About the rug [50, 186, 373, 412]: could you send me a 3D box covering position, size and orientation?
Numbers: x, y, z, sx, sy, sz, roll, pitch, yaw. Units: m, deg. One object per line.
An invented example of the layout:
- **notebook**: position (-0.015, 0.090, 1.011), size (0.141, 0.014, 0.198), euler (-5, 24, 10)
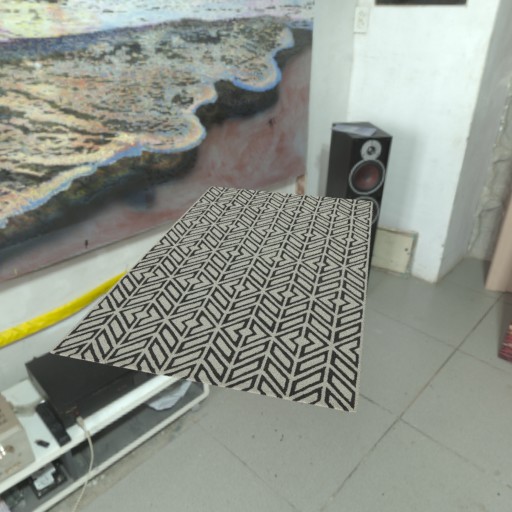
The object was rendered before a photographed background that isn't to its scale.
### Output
- **rug**: position (0.000, 0.000, 3.086), size (1.523, 0.008, 2.438), euler (7, 30, 13)
